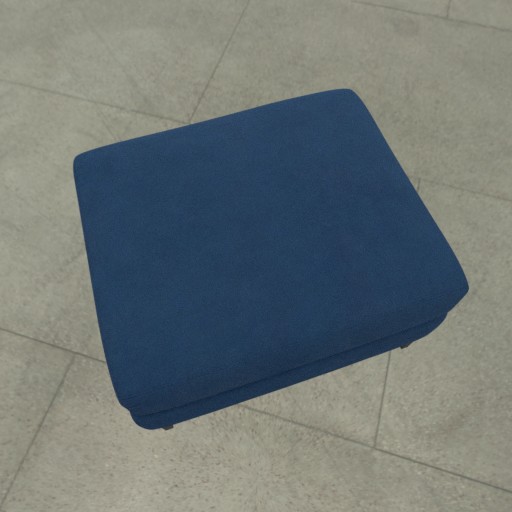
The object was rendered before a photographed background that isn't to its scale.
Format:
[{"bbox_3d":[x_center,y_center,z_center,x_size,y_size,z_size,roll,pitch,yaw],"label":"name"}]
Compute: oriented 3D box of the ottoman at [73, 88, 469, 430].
[{"bbox_3d":[0.000,0.000,1.167,0.794,0.485,0.655,-17,64,-8],"label":"ottoman"}]
